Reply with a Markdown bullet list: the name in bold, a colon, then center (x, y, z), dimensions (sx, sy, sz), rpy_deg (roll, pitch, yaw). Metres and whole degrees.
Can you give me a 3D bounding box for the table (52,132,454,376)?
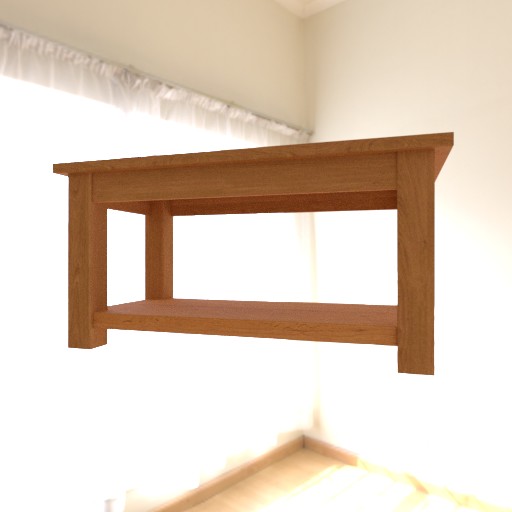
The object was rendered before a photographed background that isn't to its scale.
- **table**: center (0.000, 0.000, 1.157), dimensions (0.899, 0.452, 0.450), rpy_deg (0, 0, 18)
